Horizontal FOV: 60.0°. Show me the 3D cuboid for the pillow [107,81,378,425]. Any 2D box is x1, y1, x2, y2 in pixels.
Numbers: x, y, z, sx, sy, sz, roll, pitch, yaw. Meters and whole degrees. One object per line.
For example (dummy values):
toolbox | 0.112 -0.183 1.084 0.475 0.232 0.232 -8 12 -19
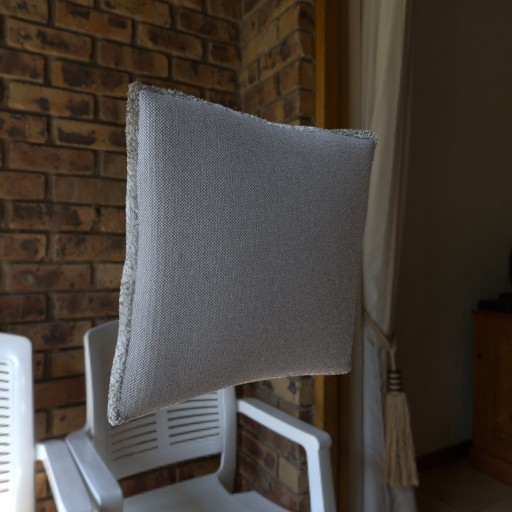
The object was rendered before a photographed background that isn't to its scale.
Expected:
pillow | 0.000 0.000 0.808 0.529 0.515 0.218 0 0 -36
